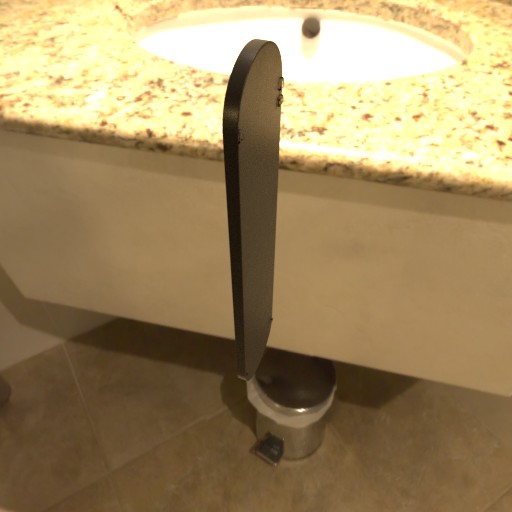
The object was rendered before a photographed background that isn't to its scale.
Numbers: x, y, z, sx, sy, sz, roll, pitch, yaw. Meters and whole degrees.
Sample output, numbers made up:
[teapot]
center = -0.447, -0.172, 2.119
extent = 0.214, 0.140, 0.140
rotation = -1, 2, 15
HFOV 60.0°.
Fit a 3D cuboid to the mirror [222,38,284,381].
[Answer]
[mirror]
center = 0.000, 0.000, 1.076
extent = 0.032, 0.991, 0.222
rotation = 16, 48, 15
